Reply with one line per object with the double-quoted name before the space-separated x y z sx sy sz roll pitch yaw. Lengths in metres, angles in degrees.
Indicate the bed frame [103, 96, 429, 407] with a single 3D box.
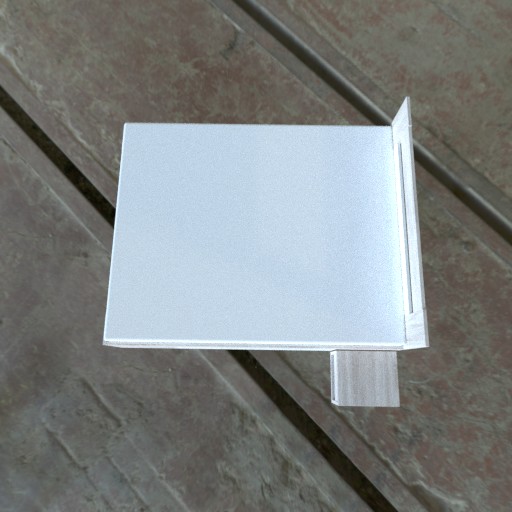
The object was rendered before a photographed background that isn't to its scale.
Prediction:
"bed frame" 0.000 0.000 3.172 2.050 0.860 2.040 1 76 0
